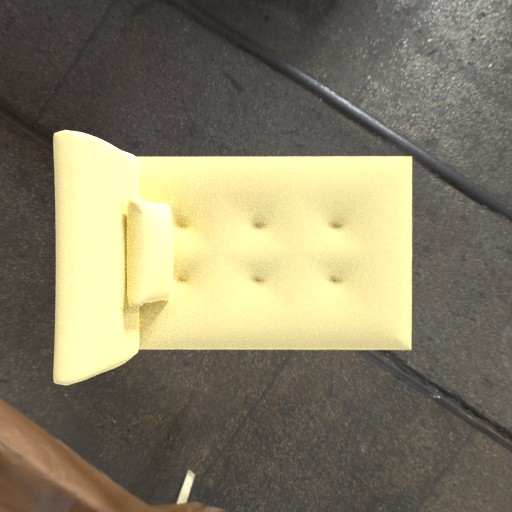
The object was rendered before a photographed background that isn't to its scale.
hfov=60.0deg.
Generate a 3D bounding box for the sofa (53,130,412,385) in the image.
[{"bbox_3d":[0.000,0.000,1.943,1.450,0.820,0.930,0,91,0],"label":"sofa"}]
